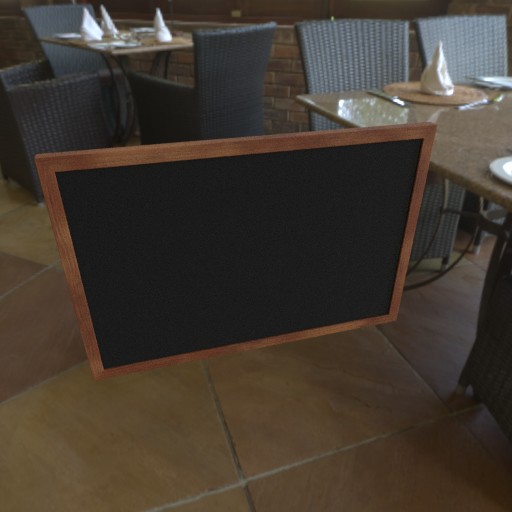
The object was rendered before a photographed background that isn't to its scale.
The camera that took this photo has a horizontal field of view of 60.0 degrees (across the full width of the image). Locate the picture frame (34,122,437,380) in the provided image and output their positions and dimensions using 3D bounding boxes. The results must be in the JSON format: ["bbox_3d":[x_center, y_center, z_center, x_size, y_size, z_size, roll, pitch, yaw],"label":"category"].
[{"bbox_3d":[0.000,0.000,1.193,0.950,0.640,0.029,-8,32,-14],"label":"picture frame"}]
